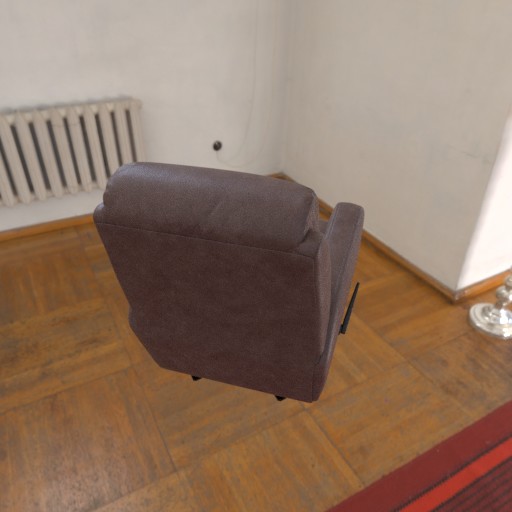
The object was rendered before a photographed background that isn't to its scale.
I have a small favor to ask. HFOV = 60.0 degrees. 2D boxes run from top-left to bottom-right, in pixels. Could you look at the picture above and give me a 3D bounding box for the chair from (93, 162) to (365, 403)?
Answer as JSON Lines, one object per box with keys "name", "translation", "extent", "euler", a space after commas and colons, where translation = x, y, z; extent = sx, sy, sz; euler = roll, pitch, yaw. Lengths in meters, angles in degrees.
{"name": "chair", "translation": [0.000, 0.000, 1.844], "extent": [0.865, 1.067, 1.067], "euler": [9, 35, 13]}
